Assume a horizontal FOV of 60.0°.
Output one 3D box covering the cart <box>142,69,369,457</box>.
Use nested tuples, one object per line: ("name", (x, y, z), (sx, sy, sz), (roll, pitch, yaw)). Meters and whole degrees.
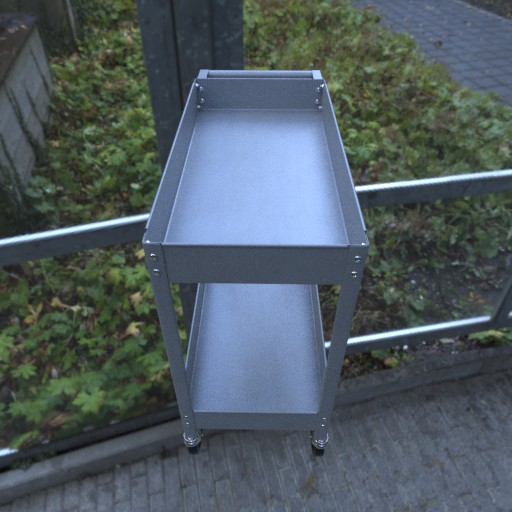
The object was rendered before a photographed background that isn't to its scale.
("cart", (0.000, 0.000, 1.171), (0.366, 0.719, 0.779), (1, 42, 1))
